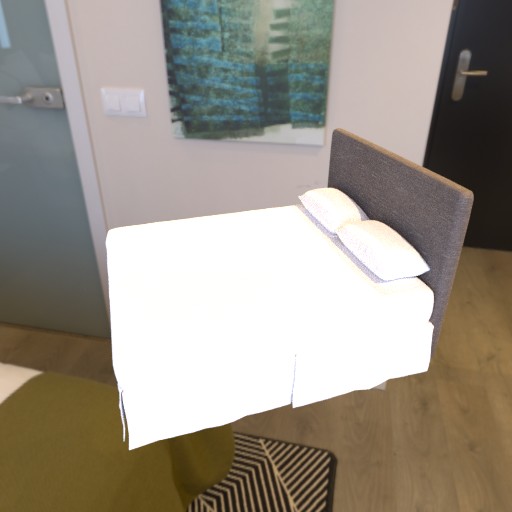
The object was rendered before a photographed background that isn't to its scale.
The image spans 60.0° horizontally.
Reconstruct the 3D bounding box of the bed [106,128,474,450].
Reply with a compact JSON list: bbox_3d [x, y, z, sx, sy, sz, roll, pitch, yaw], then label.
[{"bbox_3d":[0.000,0.000,3.195,2.142,1.330,1.723,-9,30,-15],"label":"bed"}]
